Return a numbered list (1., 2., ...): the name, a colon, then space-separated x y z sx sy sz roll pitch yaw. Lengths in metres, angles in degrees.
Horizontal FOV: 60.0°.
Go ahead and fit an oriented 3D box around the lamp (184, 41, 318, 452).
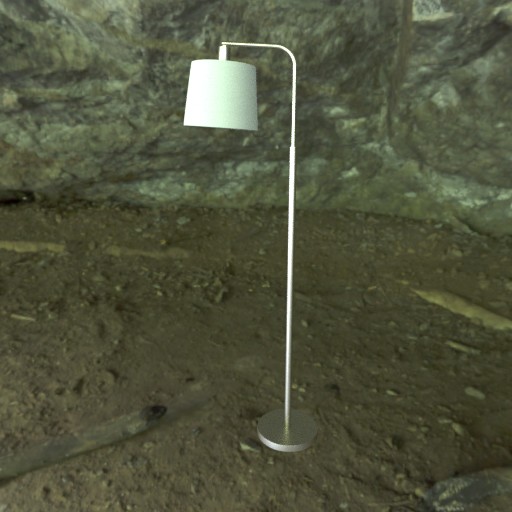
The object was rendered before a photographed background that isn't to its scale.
1. lamp: 0.000 0.000 1.652 0.508 1.478 0.254 3 15 10
